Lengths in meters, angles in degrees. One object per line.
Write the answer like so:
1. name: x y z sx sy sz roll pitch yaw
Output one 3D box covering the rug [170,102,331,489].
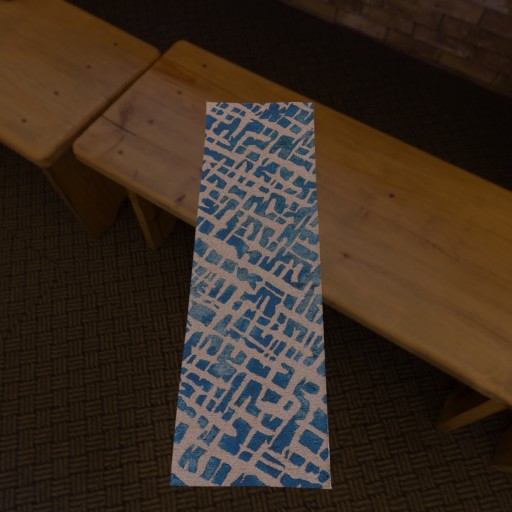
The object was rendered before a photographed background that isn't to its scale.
1. rug: 0.000 0.000 2.640 0.768 0.011 2.446 1 64 1
